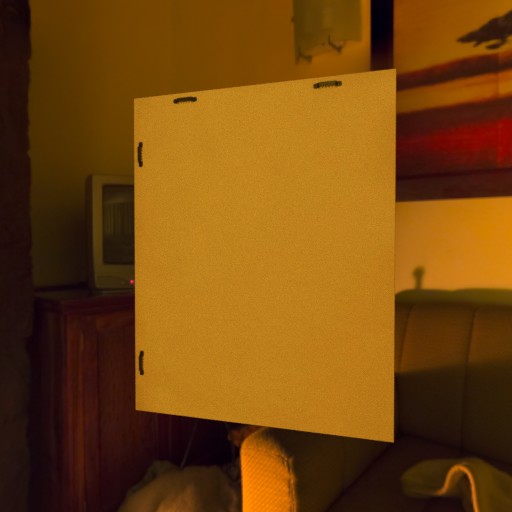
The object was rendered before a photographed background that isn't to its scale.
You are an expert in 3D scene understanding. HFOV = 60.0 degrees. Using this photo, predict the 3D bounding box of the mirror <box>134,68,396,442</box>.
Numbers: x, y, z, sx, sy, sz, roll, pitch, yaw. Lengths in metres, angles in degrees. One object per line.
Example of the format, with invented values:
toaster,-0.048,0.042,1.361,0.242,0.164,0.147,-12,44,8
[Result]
mirror,0.000,0.000,0.678,0.406,0.509,0.041,0,1,17
